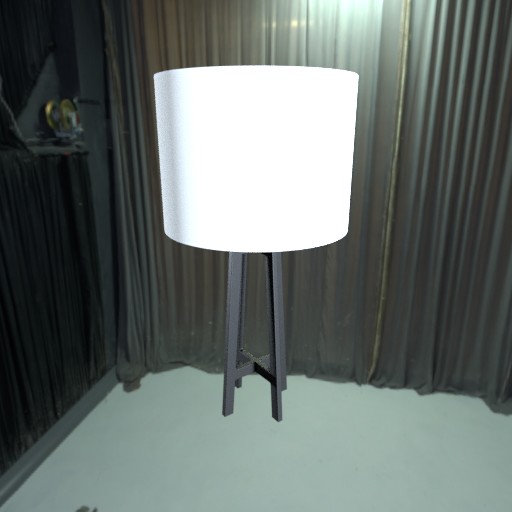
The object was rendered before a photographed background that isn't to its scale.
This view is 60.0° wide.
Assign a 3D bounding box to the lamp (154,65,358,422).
[{"bbox_3d":[0.000,0.000,0.642,0.257,0.489,0.257,3,17,8],"label":"lamp"}]
